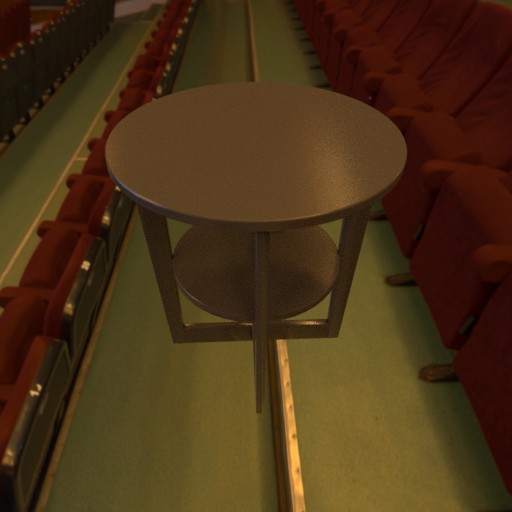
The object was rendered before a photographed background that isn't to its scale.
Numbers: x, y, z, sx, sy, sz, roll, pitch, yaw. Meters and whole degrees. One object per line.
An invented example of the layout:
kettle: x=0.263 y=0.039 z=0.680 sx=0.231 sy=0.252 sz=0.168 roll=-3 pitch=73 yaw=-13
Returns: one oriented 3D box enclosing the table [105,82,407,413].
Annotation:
table: x=0.000 y=0.000 z=0.935 sx=0.500 sy=0.550 sz=0.500 roll=0 pitch=41 yaw=0
